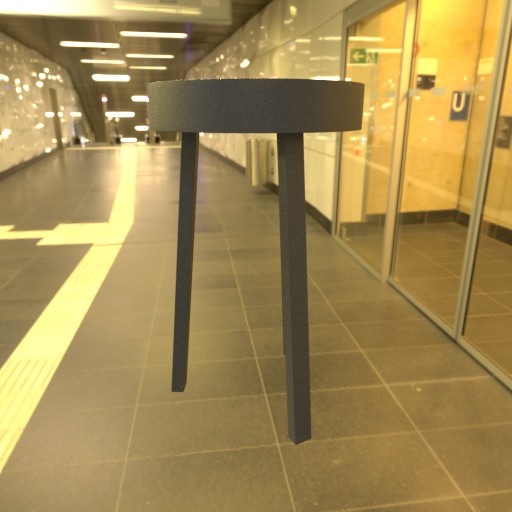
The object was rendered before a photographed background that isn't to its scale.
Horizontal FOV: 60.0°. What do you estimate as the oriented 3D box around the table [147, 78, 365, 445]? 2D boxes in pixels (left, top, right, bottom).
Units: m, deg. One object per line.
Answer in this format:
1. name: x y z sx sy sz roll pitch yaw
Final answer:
1. table: 0.000 0.000 0.955 0.406 0.686 0.406 -9 20 -26
